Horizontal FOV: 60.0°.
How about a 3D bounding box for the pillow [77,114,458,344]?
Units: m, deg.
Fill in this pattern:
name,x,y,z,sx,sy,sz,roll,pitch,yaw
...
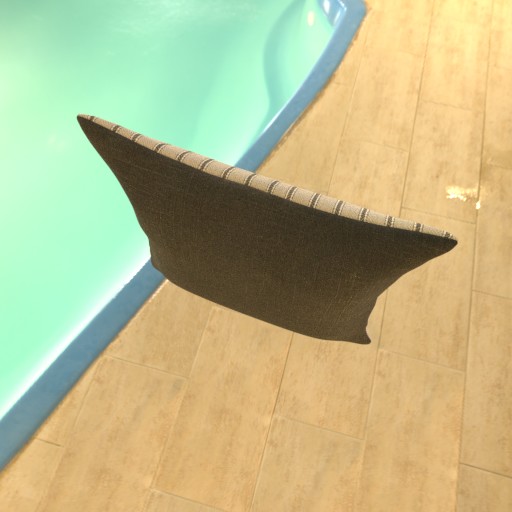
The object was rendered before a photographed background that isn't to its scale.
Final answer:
name,x,y,z,sx,sy,sz,roll,pitch,yaw
pillow,0.000,0.000,0.696,0.468,0.444,0.138,19,66,9
